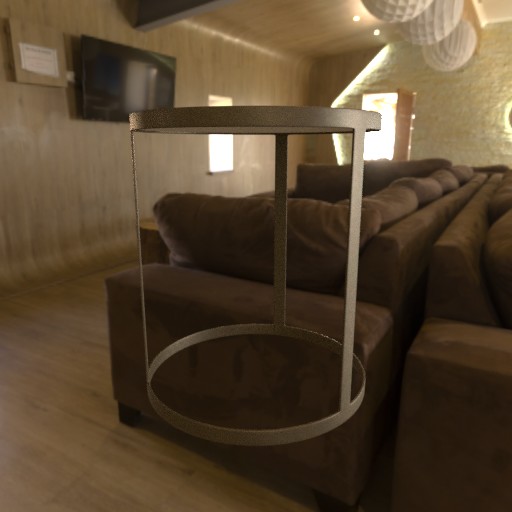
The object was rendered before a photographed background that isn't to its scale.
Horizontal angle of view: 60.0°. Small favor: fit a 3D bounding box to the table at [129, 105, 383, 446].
[{"bbox_3d":[0.000,0.000,0.939,0.480,0.565,0.480,0,14,0],"label":"table"}]
